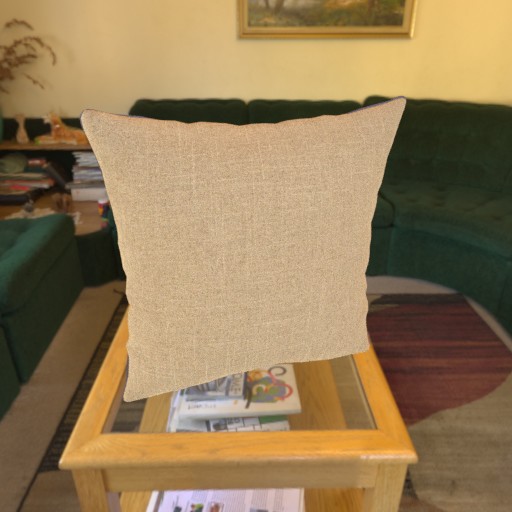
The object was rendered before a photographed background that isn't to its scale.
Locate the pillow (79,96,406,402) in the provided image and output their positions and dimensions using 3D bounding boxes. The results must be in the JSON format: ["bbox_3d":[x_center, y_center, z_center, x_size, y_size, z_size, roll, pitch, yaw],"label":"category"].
[{"bbox_3d":[0.000,0.000,0.664,0.440,0.441,0.147,-8,27,-17],"label":"pillow"}]
